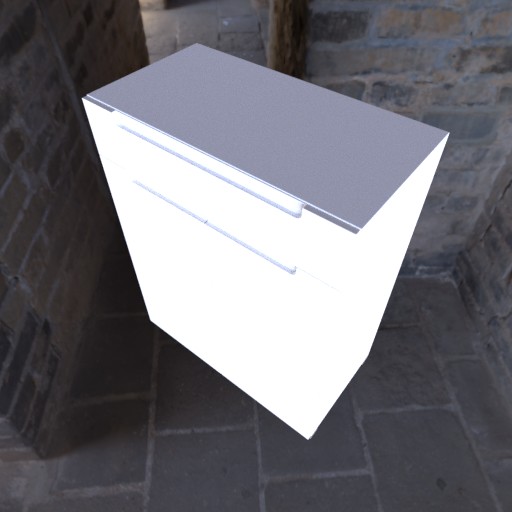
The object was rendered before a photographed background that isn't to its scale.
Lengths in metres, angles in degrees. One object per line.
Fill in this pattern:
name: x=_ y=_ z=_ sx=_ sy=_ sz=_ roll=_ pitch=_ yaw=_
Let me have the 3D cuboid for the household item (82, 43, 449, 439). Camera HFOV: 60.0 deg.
household item: x=0.000 y=0.000 z=1.434 sx=0.790 sy=1.010 sz=0.420 roll=30 pitch=54 yaw=25
